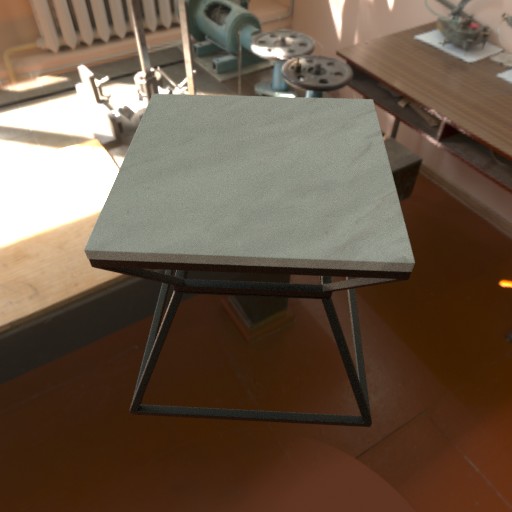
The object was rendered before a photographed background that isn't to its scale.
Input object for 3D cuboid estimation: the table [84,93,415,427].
[{"bbox_3d":[0.000,0.000,0.837,0.455,0.431,0.455,2,47,2],"label":"table"}]
